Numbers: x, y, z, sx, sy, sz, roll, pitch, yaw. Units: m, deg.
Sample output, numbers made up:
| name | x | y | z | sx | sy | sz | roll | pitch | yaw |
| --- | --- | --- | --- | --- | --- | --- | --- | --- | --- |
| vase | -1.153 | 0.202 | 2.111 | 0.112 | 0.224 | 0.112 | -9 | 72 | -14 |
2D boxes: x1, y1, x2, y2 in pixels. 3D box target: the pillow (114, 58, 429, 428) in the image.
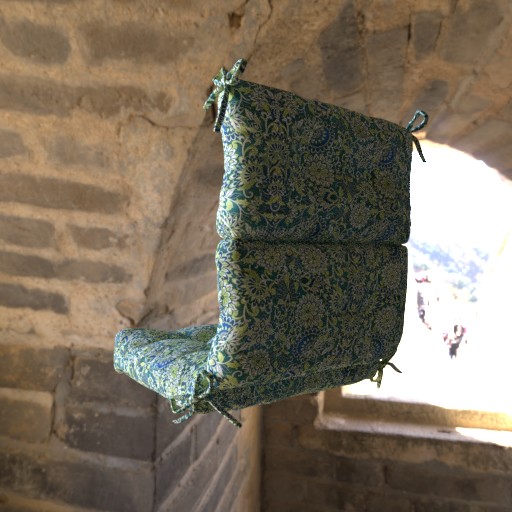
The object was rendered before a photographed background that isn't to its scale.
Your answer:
| name | x | y | z | sx | sy | sz | roll | pitch | yaw |
| --- | --- | --- | --- | --- | --- | --- | --- | --- | --- |
| pillow | 0.000 | 0.000 | 0.995 | 0.519 | 0.605 | 0.571 | 1 | -1 | -36 |
